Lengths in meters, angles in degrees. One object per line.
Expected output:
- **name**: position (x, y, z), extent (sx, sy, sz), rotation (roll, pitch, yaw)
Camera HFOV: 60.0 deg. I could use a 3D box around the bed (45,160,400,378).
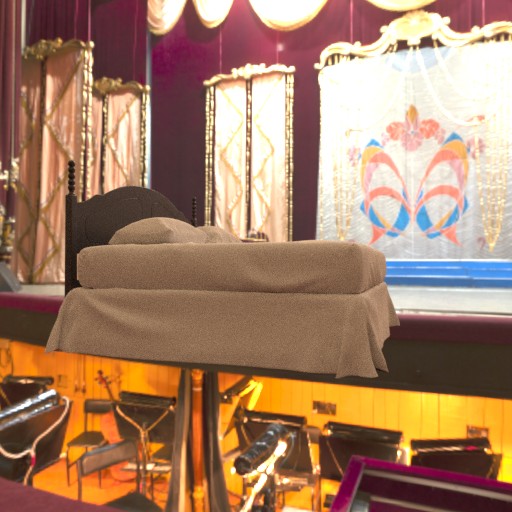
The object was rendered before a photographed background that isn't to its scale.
- **bed**: position (0.000, 0.000, 3.683), extent (2.219, 1.355, 2.322), rotation (0, -1, 20)
